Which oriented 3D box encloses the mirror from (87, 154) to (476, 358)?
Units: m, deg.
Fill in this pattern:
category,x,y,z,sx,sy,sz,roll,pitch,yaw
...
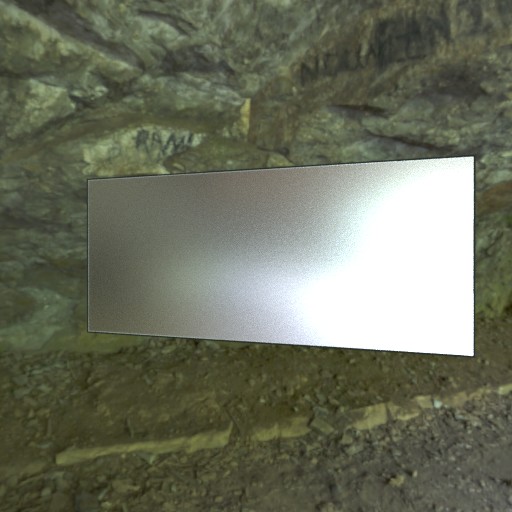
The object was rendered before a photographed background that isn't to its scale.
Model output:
category,x,y,z,sx,sy,sz,roll,pitch,yaw
mirror,0.000,0.000,1.771,1.584,0.692,0.047,0,0,18
